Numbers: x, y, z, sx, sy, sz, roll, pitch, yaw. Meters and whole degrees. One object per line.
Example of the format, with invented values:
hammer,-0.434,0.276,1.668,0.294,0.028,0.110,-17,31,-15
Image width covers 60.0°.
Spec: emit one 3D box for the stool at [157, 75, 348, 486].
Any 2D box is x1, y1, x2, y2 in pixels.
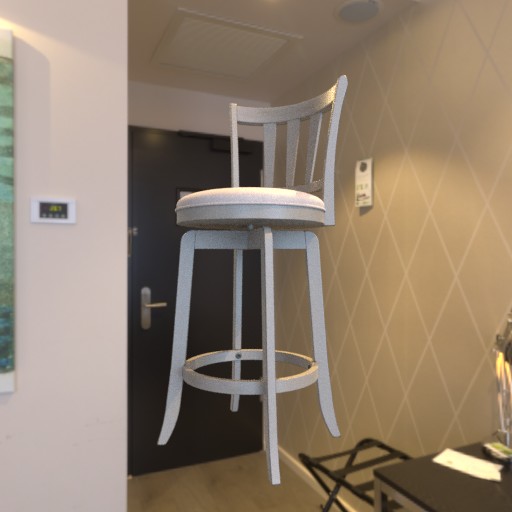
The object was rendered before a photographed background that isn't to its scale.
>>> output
stool,0.000,0.000,1.278,0.436,1.042,0.475,0,0,35
